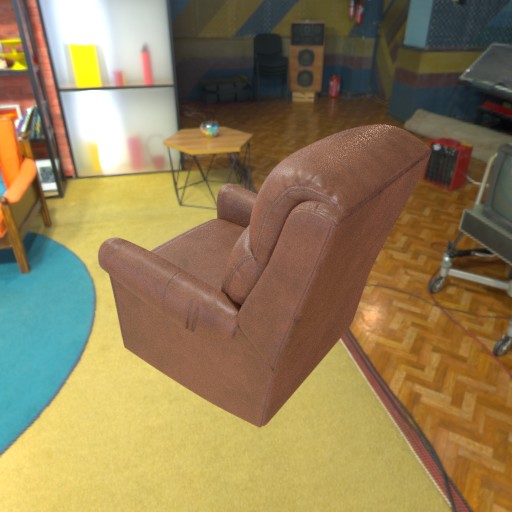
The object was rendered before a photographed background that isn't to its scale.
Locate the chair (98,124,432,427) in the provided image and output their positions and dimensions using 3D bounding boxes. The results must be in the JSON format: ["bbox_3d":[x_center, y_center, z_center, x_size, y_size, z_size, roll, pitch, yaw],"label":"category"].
[{"bbox_3d":[0.000,0.000,1.780,1.014,1.054,0.838,21,36,31],"label":"chair"}]
